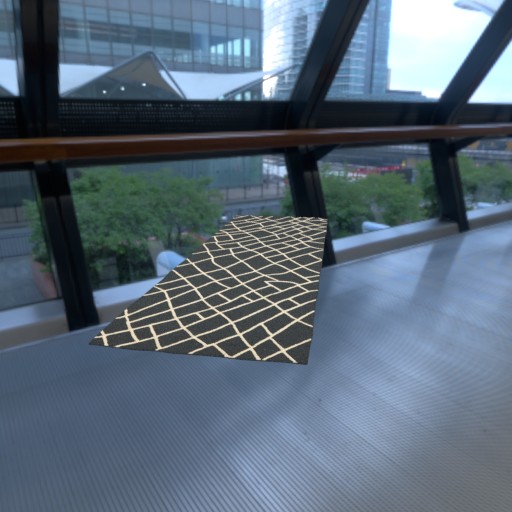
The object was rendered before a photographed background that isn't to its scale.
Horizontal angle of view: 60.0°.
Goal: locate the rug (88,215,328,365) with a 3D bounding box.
[{"bbox_3d":[0.000,0.000,2.694,0.807,0.010,2.476,3,17,10],"label":"rug"}]
